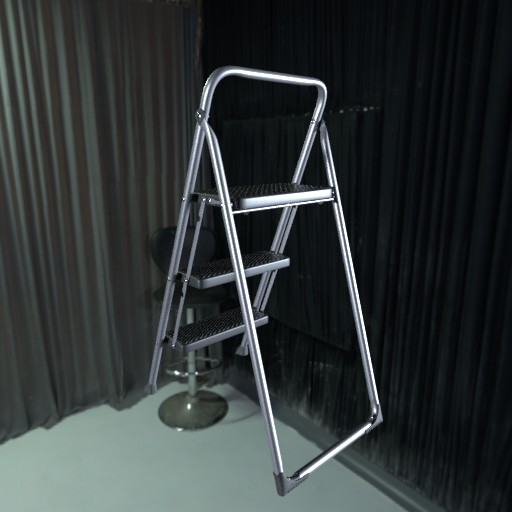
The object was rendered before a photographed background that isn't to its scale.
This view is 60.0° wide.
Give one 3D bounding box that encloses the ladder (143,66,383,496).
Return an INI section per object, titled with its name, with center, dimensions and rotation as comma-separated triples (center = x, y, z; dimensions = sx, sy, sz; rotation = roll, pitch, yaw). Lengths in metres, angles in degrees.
[ladder]
center = 0.000, 0.000, 1.242
dimensions = 0.430, 0.945, 0.629
rotation = -13, 19, -41
